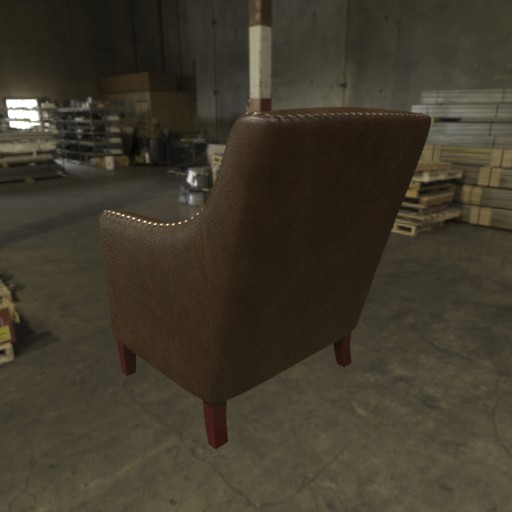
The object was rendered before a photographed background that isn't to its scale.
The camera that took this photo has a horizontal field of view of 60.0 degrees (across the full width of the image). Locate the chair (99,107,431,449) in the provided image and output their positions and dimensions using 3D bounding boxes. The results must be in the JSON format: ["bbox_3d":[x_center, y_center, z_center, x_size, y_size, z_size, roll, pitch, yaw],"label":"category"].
[{"bbox_3d":[0.000,0.000,1.285,0.639,0.813,0.704,-16,24,-41],"label":"chair"}]
